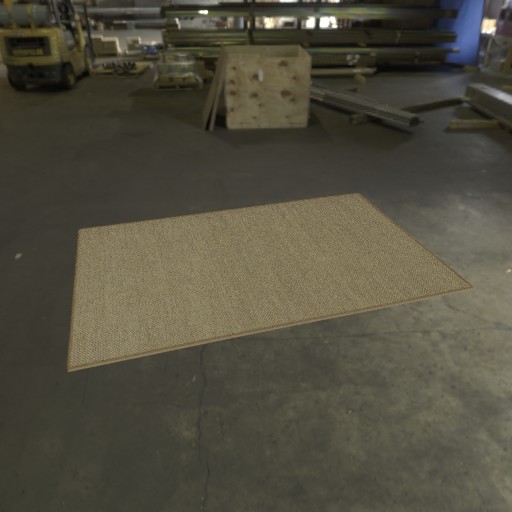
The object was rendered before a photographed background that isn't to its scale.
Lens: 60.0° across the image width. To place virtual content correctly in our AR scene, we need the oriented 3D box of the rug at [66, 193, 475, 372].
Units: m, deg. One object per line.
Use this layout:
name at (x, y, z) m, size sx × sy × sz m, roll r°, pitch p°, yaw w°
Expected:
rug at (0.000, 0.000, 2.143) m, size 1.667 × 0.013 × 1.062 m, roll -9°, pitch 33°, yaw -14°
